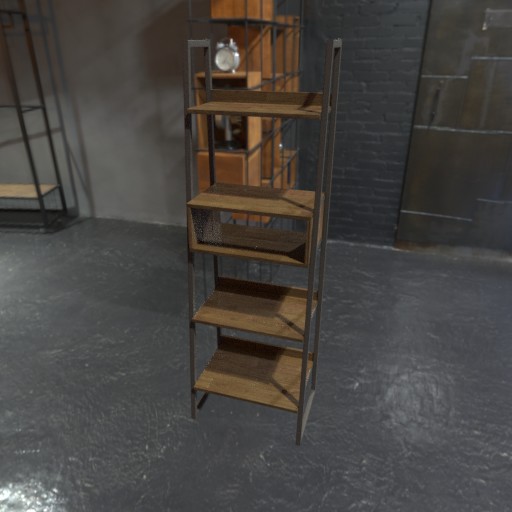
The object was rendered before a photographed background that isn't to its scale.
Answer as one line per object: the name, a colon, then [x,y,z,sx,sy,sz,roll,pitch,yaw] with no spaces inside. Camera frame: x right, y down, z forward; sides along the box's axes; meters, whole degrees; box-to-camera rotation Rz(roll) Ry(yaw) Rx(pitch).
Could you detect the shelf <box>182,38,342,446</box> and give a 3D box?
shelf: [0.000,0.000,2.273,0.652,2.005,0.454,8,27,16]
